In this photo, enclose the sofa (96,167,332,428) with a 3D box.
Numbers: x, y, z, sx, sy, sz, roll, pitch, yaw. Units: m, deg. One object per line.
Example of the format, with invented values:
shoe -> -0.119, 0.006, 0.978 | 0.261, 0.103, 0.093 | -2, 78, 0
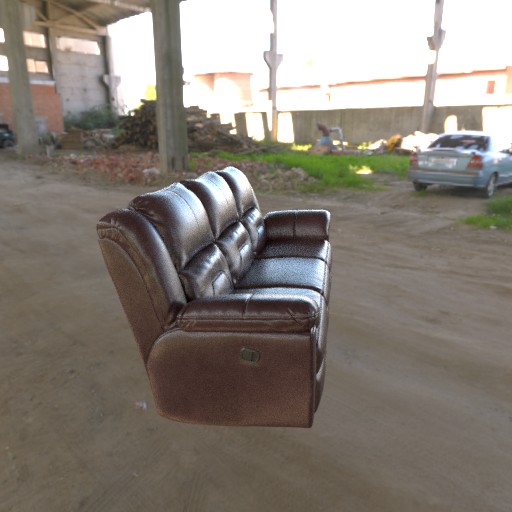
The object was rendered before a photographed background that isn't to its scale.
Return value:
sofa -> 0.000, 0.000, 2.924 | 0.991, 1.043, 2.337 | 3, 16, 10
